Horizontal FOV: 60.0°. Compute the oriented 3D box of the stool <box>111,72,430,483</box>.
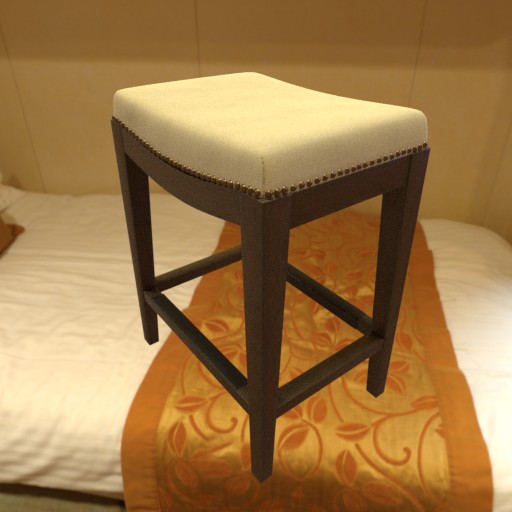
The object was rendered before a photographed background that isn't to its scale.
[{"bbox_3d":[0.000,0.000,0.931,0.361,0.642,0.500,-22,38,-31],"label":"stool"}]
